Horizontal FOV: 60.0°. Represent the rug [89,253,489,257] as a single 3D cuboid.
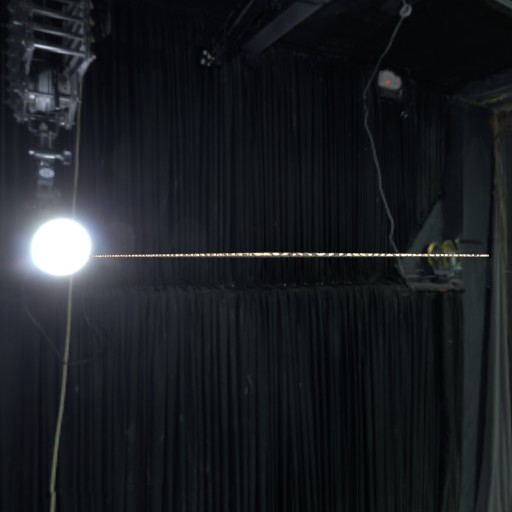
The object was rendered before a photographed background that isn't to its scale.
[{"bbox_3d":[0.000,0.000,2.317,1.219,0.008,1.828,0,0,-36],"label":"rug"}]
